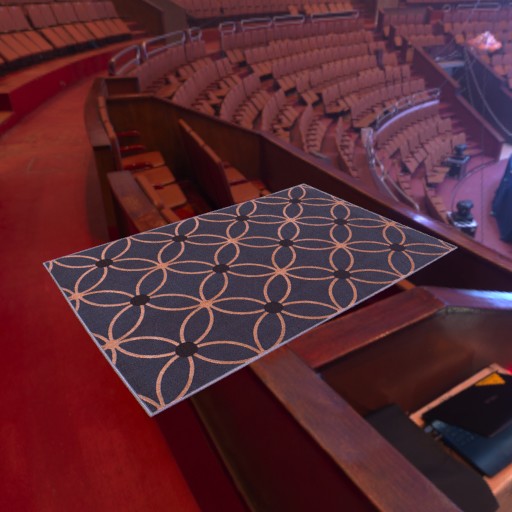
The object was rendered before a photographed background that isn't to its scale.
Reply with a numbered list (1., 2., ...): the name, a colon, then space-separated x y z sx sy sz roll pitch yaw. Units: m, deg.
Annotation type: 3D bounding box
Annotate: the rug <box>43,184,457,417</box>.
1. rug: 0.000 0.000 2.900 2.284 0.008 1.522 -21 36 -32
